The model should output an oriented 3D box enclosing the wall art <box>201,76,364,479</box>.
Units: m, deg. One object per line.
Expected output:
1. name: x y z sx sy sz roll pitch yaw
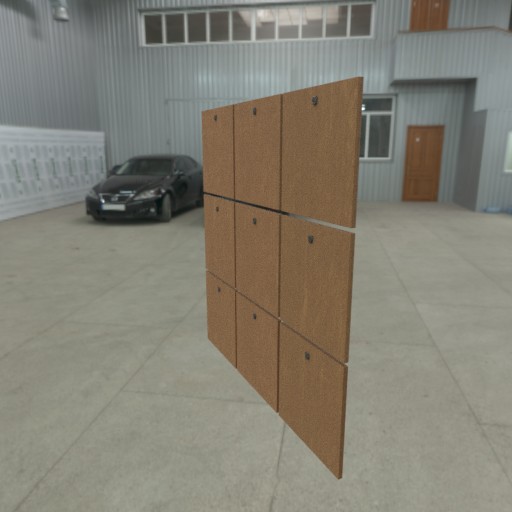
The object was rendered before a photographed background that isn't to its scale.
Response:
1. wall art: 0.000 0.000 1.363 0.018 0.913 0.915 -7 15 -25
